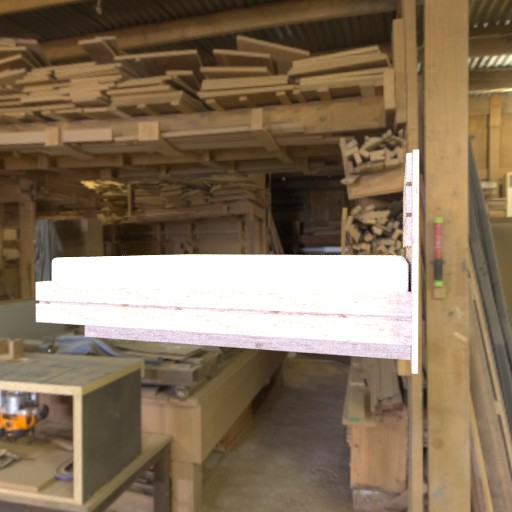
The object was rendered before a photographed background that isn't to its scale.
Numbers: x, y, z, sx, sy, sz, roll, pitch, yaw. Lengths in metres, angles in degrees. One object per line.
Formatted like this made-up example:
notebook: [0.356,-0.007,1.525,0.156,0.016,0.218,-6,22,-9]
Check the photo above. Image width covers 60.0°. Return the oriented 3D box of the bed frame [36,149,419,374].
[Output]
bed frame: [0.000,0.000,3.130,2.080,0.970,1.950,0,1,18]
